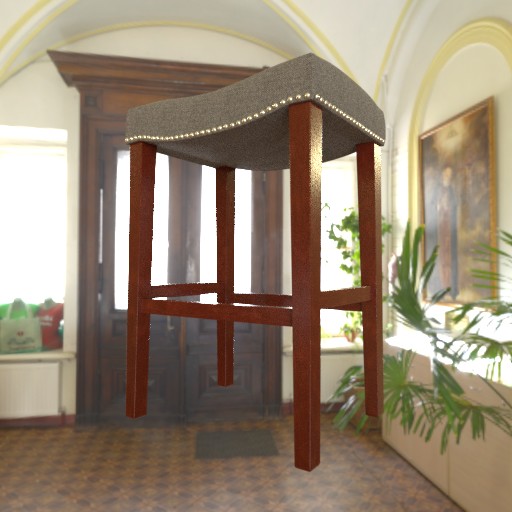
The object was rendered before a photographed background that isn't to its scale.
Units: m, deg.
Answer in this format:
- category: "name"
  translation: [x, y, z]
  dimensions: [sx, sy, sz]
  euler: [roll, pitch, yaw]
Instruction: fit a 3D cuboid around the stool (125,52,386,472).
- category: "stool"
  translation: [0.000, 0.000, 1.038]
  dimensions: [0.504, 0.742, 0.372]
  euler: [-1, -2, 35]
